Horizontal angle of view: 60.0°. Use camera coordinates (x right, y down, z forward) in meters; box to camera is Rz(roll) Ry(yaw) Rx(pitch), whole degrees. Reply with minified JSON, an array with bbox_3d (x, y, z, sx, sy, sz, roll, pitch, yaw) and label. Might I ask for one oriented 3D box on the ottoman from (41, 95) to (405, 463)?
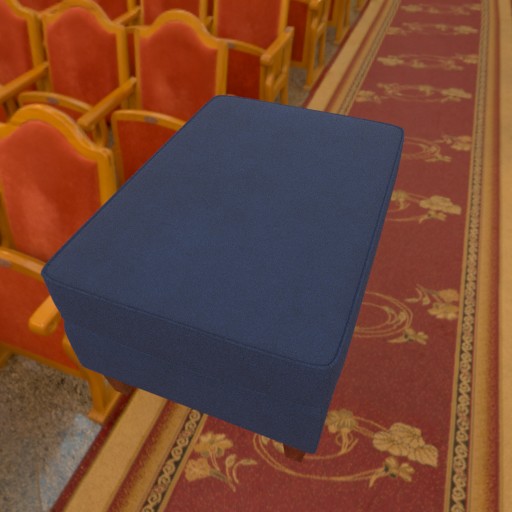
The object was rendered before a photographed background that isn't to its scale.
[{"bbox_3d":[0.000,0.000,1.364,0.686,0.584,0.965,15,47,15],"label":"ottoman"}]
